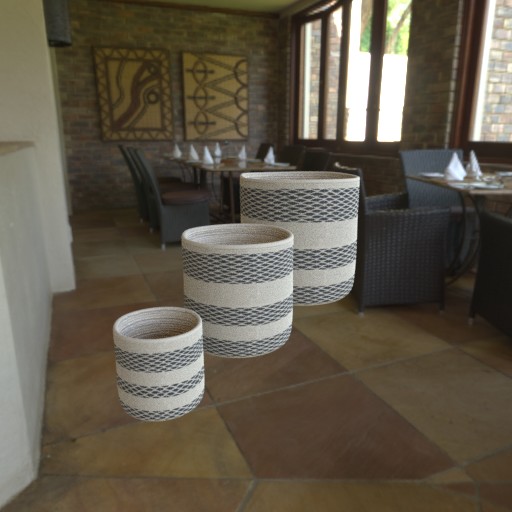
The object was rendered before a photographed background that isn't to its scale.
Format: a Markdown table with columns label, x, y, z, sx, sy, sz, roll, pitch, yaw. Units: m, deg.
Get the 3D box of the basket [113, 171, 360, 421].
| label | x | y | z | sx | sy | sz | roll | pitch | yaw |
| --- | --- | --- | --- | --- | --- | --- | --- | --- | --- |
| basket | 0.000 | 0.000 | 1.093 | 0.351 | 0.356 | 0.917 | 7 | 17 | 25 |
